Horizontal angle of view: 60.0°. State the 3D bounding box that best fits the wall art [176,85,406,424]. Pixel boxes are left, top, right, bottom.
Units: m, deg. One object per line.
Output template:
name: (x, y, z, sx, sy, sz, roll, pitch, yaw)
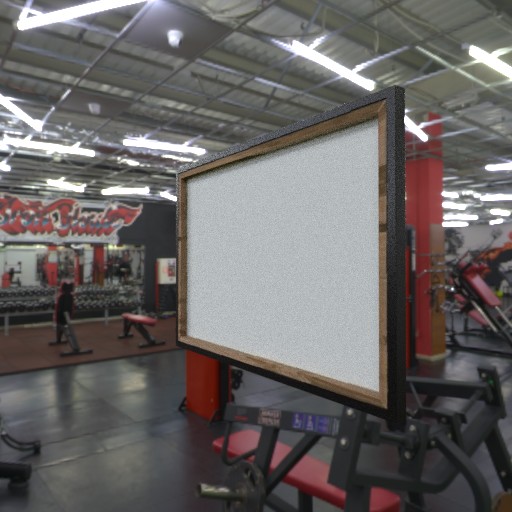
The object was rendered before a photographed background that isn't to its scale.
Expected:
wall art: (0.000, 0.000, 0.856, 0.022, 0.446, 0.659, 1, -1, -36)
